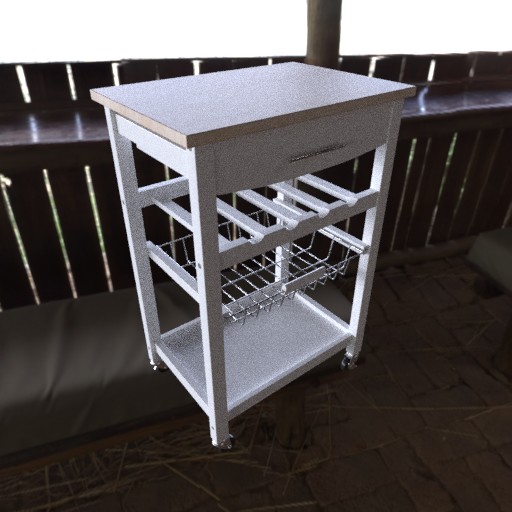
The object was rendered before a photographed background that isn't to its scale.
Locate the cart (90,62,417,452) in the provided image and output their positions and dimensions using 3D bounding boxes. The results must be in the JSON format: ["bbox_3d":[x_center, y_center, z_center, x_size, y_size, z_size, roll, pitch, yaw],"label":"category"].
[{"bbox_3d":[0.000,0.000,1.183,0.578,0.857,0.406,-22,39,-31],"label":"cart"}]
